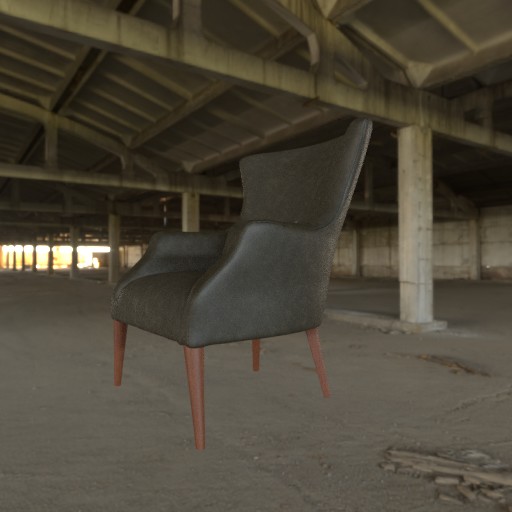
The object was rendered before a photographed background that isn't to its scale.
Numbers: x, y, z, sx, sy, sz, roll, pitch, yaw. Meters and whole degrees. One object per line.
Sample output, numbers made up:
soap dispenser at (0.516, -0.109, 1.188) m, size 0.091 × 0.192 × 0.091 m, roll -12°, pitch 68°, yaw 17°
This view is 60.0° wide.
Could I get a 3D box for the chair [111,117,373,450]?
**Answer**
chair at (0.000, 0.000, 1.781) m, size 0.954 × 1.068 × 0.819 m, roll 0°, pitch 0°, yaw -35°
